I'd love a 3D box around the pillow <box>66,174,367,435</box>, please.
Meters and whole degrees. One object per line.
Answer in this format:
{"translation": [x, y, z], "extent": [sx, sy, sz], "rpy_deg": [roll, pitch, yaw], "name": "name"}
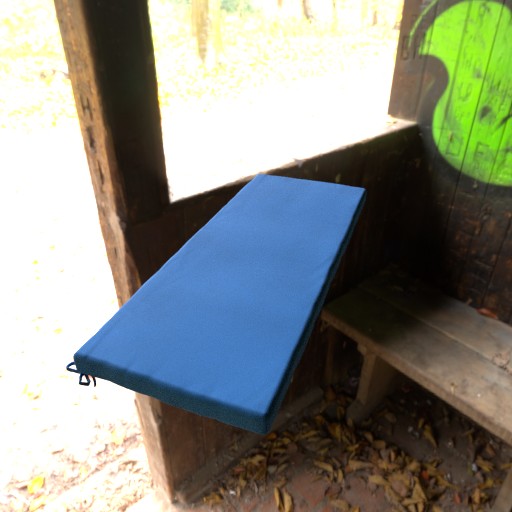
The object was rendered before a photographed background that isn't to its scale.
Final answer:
{"translation": [0.000, 0.000, 1.354], "extent": [0.492, 0.081, 1.187], "rpy_deg": [12, 34, 18], "name": "pillow"}
